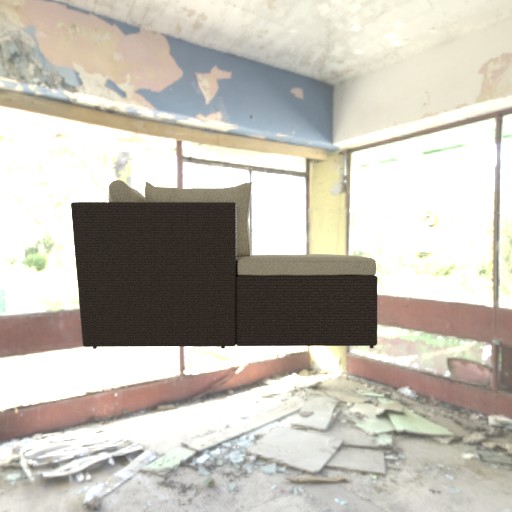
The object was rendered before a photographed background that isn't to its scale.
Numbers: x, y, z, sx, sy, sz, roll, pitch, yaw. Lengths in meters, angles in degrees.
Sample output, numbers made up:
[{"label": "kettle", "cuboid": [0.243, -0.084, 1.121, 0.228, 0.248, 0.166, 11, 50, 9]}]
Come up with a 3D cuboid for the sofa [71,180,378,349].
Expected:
[{"label": "sofa", "cuboid": [0.000, 0.000, 2.983, 1.612, 0.766, 2.192, 0, 1, -1]}]
